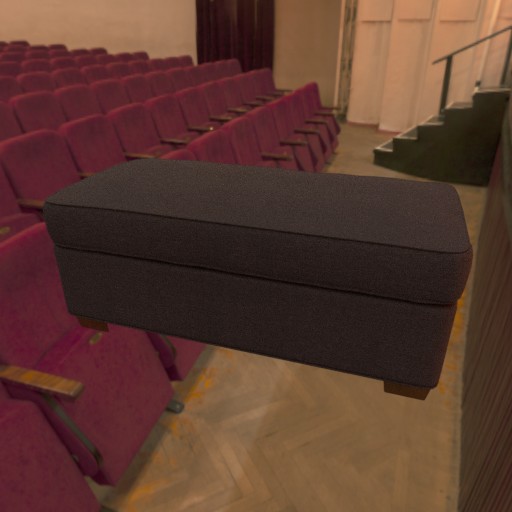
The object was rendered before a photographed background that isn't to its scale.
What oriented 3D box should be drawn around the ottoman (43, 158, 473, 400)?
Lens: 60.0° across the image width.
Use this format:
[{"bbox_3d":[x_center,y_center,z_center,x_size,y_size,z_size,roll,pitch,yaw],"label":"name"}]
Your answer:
[{"bbox_3d":[0.000,0.000,1.352,1.110,0.460,0.515,8,28,16],"label":"ottoman"}]
